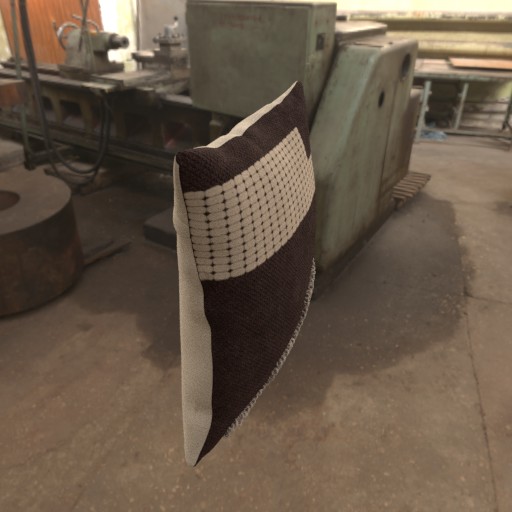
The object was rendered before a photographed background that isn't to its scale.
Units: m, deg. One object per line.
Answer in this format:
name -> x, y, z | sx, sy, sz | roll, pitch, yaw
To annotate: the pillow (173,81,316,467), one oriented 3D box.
pillow -> 0.000, 0.000, 0.709 | 0.178, 0.473, 0.475 | 10, 32, 17
